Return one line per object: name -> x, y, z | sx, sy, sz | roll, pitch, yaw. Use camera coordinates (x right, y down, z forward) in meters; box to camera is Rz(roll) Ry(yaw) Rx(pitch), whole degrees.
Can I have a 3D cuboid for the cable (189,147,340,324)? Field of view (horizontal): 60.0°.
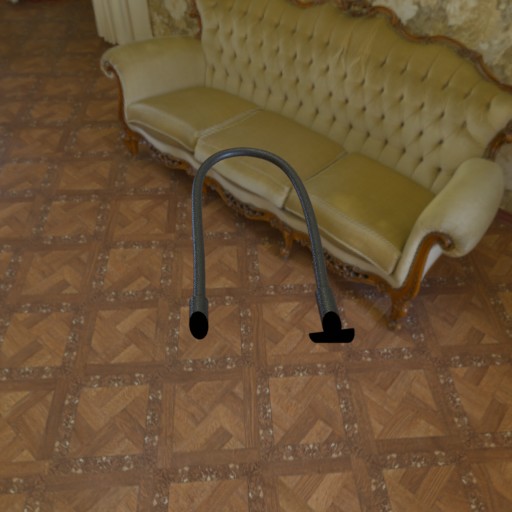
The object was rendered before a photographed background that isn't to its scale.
cable -> 0.000, 0.000, 0.115 | 0.040, 0.006, 0.098 | -4, 47, -3
